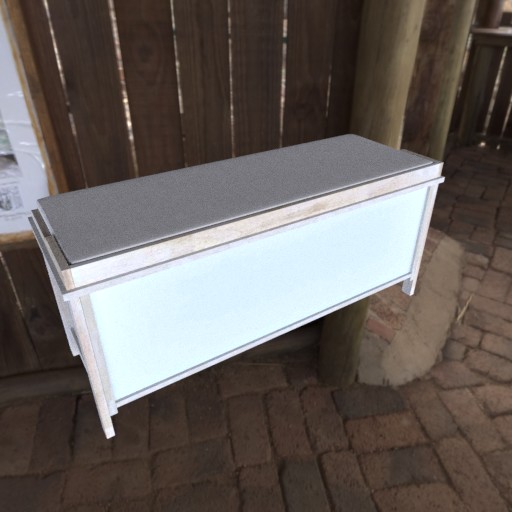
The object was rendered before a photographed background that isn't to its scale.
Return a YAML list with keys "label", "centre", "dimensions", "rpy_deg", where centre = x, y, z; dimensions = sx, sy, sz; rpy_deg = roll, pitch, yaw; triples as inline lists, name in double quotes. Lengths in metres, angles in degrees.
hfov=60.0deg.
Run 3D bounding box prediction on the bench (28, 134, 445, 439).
- label: "bench"
  centre: [0.000, 0.000, 1.364]
  dimensions: [1.140, 0.501, 0.398]
  rpy_deg: [-18, 36, -27]
